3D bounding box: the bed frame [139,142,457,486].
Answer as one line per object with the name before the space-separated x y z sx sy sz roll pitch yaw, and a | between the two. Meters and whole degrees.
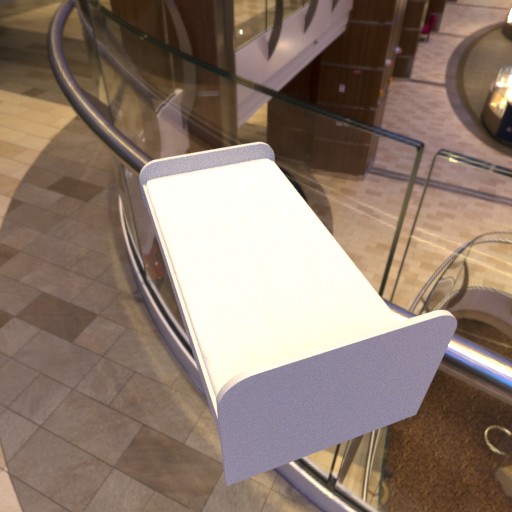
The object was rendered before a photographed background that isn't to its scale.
bed frame | 0.000 0.000 2.525 0.998 0.805 1.963 -14 43 -15
